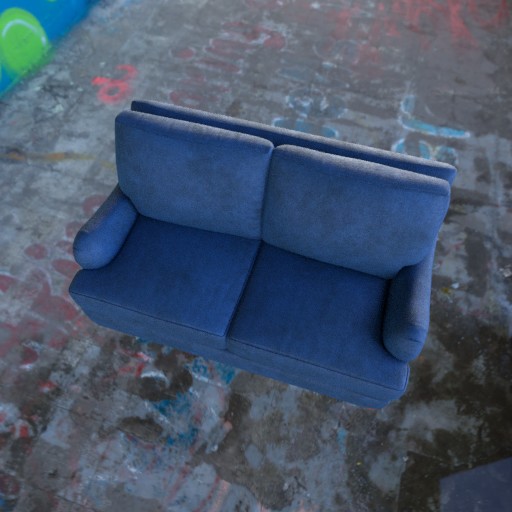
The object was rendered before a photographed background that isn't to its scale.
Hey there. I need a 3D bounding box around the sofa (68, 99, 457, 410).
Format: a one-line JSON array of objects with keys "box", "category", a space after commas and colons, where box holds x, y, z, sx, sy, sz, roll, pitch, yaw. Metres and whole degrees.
[{"box": [0.000, 0.000, 2.474, 1.853, 1.101, 1.084, 15, 59, 9], "category": "sofa"}]
